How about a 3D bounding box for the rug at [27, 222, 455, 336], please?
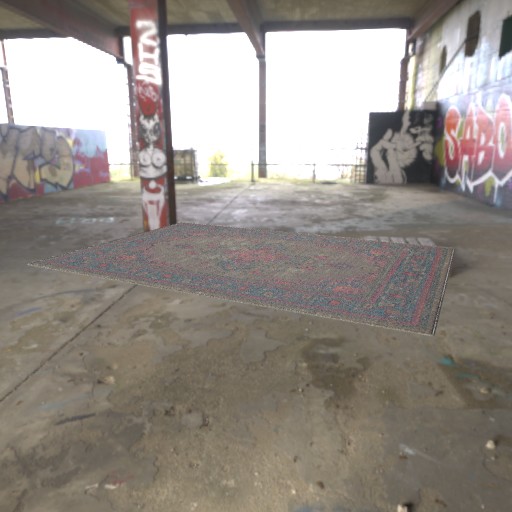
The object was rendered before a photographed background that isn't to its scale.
[{"bbox_3d":[0.000,0.000,3.614,2.890,0.013,2.005,7,16,25],"label":"rug"}]
